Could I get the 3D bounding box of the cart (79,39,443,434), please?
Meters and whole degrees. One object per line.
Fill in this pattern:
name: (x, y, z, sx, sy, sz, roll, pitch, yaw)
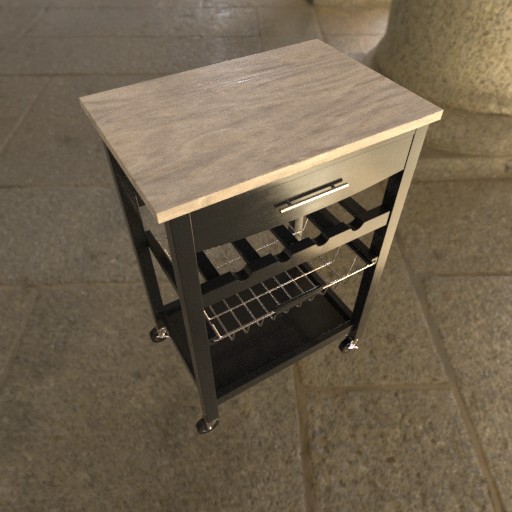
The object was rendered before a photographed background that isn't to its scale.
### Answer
cart: (0.000, 0.000, 1.148, 0.584, 0.839, 0.403, -23, 51, -21)
